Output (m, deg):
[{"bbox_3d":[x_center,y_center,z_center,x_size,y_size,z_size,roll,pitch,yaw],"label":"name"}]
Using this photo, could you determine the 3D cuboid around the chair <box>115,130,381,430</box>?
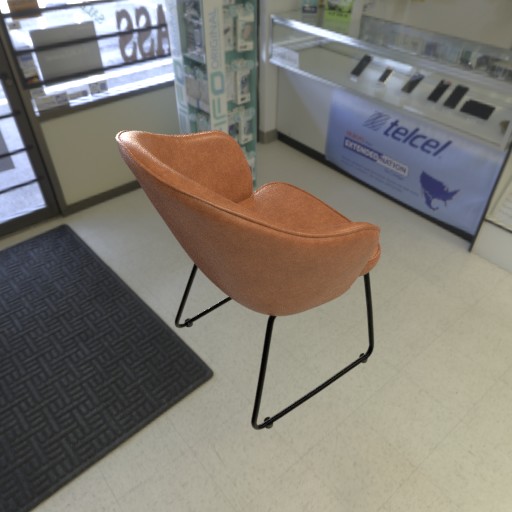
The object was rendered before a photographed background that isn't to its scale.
[{"bbox_3d":[0.000,0.000,1.201,0.580,0.785,0.582,-26,47,-27],"label":"chair"}]
